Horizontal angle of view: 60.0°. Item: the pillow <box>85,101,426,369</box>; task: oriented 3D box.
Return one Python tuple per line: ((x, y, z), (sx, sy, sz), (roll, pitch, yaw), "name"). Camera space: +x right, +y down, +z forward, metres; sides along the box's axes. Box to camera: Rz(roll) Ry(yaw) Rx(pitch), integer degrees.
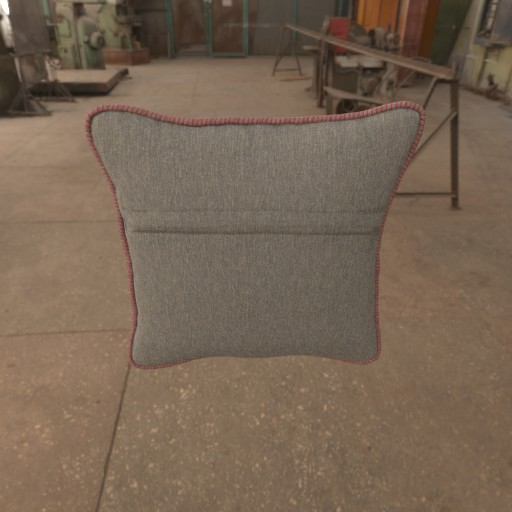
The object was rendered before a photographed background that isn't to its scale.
((0.000, 0.000, 0.736), (0.482, 0.491, 0.124), (-1, 30, -2), "pillow")
